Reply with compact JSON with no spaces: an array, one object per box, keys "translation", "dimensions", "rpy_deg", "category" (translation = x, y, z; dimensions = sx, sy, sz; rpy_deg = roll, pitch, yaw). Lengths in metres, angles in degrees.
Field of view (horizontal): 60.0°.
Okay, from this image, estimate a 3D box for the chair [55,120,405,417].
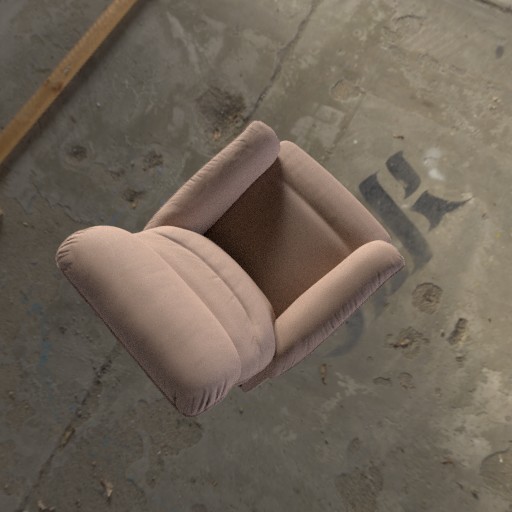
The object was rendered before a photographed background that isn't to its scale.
[{"translation":[0.000,0.000,1.697],"dimensions":[1.004,1.037,0.820],"rpy_deg":[-42,79,-10],"category":"chair"}]
